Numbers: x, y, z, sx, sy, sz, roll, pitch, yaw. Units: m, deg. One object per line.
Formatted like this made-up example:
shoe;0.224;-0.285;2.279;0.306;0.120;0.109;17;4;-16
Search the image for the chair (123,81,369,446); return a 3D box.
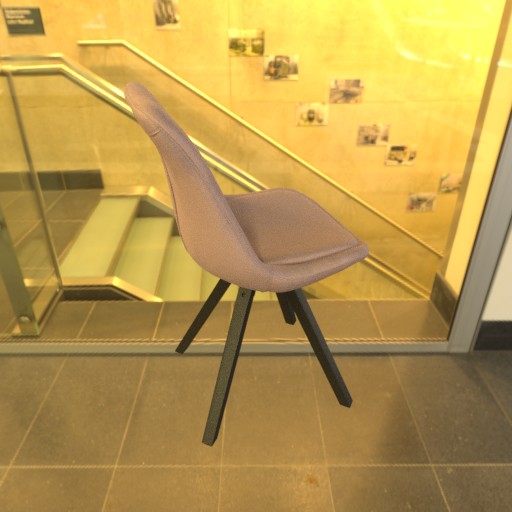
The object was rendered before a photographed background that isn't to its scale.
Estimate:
chair;0.000;0.000;1.181;0.547;0.865;0.483;-10;32;-17
